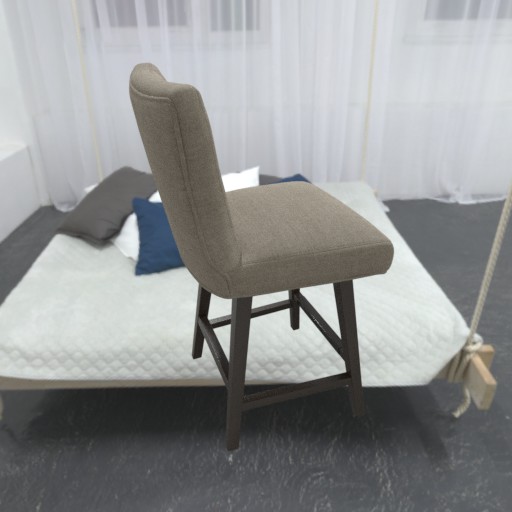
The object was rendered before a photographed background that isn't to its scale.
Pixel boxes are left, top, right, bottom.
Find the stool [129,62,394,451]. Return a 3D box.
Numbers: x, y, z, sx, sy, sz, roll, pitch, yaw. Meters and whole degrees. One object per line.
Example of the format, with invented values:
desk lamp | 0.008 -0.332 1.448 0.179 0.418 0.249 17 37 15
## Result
stool | 0.000 0.000 1.274 0.574 1.000 0.514 -10 30 -18
